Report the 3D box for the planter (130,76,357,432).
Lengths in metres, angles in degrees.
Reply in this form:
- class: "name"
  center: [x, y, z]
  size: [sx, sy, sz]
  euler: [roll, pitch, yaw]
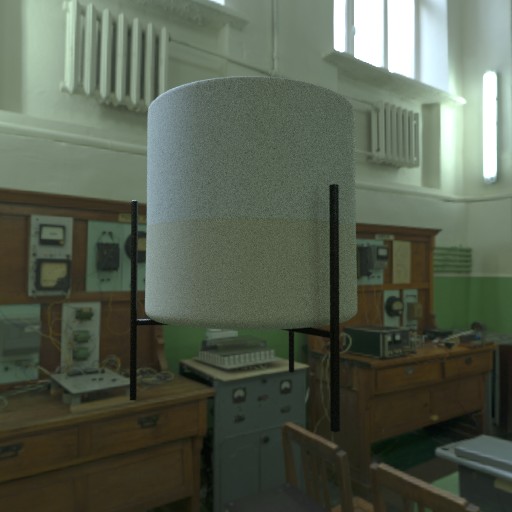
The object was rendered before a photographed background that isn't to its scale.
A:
- class: "planter"
  center: [0.000, 0.000, 0.664]
  size: [0.313, 0.423, 0.335]
  euler: [1, -2, -36]
